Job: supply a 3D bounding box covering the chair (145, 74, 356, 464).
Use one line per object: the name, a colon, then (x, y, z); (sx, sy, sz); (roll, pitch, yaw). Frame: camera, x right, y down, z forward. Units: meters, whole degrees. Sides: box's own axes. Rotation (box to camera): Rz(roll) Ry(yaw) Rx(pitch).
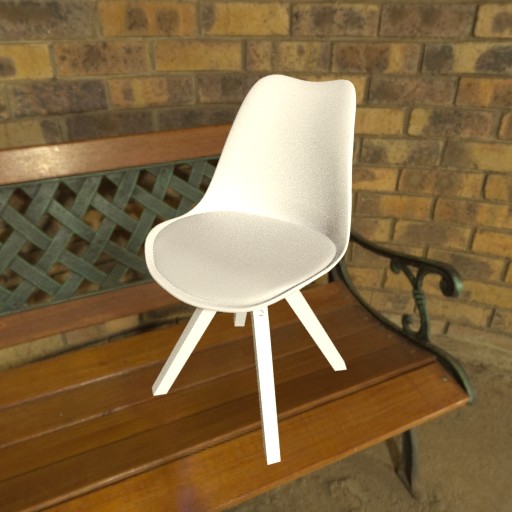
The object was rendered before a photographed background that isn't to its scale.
chair: (0.000, 0.000, 1.191); (0.485, 0.850, 0.550); (18, 33, 30)
